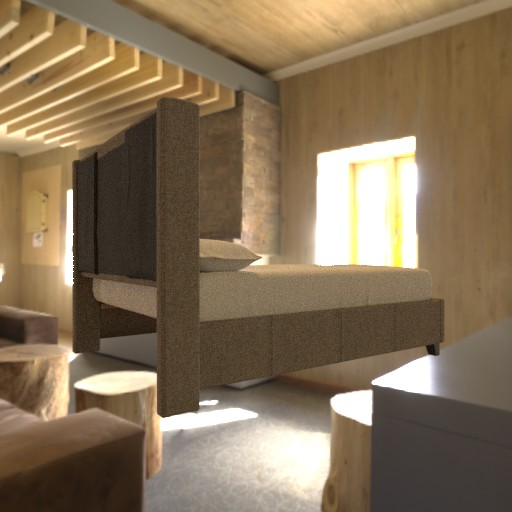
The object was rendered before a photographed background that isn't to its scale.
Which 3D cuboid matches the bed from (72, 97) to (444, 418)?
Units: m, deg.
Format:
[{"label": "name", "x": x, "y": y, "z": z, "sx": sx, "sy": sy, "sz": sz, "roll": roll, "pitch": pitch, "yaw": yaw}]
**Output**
[{"label": "bed", "x": 0.000, "y": 0.000, "z": 3.342, "sx": 2.245, "sy": 1.476, "sz": 1.714, "roll": 0, "pitch": 0, "yaw": -35}]
